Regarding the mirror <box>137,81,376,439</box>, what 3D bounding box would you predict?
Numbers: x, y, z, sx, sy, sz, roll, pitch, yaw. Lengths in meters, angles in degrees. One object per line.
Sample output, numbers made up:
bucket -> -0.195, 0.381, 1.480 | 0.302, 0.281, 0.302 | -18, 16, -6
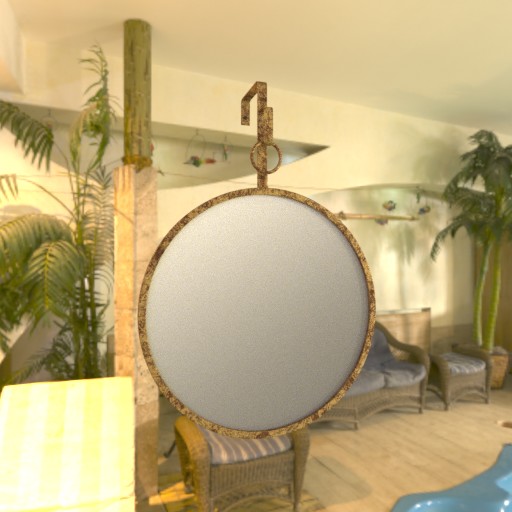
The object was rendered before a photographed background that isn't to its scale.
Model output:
mirror -> 0.000, 0.000, 0.855 | 0.447, 0.651, 0.144 | 0, 0, -18
